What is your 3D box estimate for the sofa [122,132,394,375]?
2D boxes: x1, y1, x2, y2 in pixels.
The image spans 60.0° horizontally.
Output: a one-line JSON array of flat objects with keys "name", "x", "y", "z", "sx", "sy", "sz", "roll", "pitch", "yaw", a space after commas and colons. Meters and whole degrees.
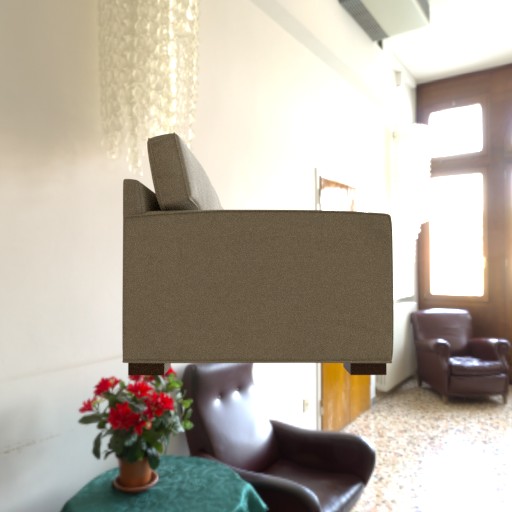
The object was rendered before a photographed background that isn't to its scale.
[{"name": "sofa", "x": 0.000, "y": 0.000, "z": 2.548, "sx": 0.936, "sy": 0.862, "sz": 2.093, "roll": 0, "pitch": -1, "yaw": -1}]
